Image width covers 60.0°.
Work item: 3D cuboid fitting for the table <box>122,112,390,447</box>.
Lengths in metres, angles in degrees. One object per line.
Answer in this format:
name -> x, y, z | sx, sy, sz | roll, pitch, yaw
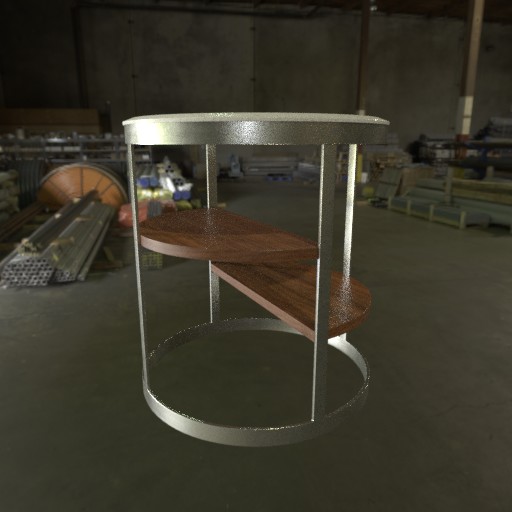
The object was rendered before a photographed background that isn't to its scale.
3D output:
table -> 0.000, 0.000, 0.758 | 0.407, 0.447, 0.407 | 0, 15, 0
